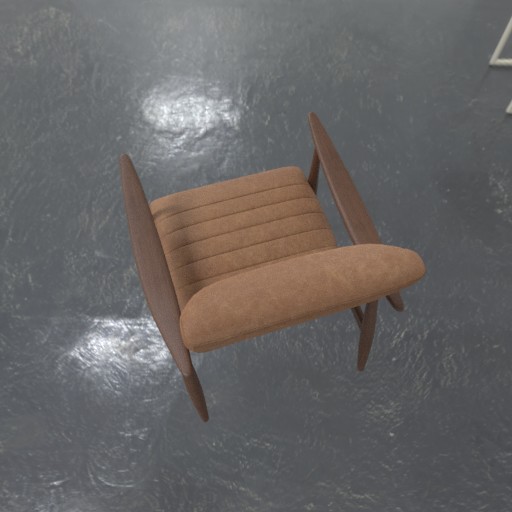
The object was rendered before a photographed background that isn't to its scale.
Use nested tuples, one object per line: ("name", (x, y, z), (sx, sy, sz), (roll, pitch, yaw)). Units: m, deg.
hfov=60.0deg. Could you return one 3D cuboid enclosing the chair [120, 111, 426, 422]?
("chair", (0.000, 0.000, 1.468), (0.741, 0.832, 0.798), (-15, 59, -9))
